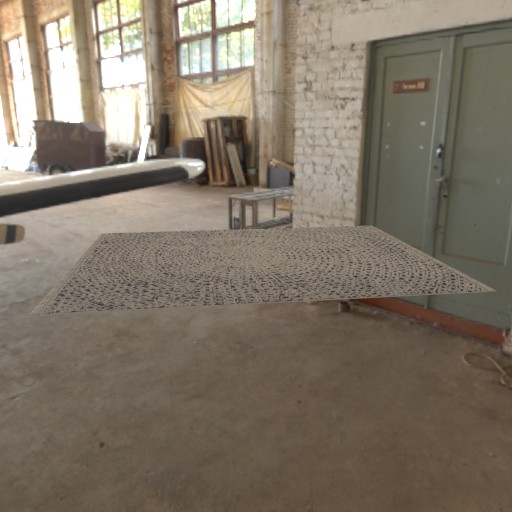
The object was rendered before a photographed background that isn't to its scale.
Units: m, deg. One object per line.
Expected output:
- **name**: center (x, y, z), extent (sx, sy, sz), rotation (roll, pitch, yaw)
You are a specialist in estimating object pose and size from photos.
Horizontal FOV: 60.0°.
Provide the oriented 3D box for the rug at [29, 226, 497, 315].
- **rug**: center (0.000, 0.000, 2.096), extent (1.634, 0.003, 1.190), rotation (-2, 16, -8)
